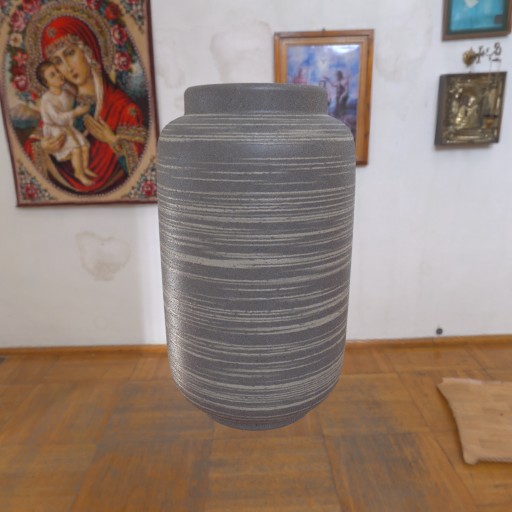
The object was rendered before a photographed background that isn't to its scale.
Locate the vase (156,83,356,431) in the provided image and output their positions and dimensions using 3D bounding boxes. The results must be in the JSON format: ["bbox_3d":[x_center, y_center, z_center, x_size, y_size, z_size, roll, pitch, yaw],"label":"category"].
[{"bbox_3d":[0.000,0.000,0.705,0.297,0.499,0.297,0,16,0],"label":"vase"}]
